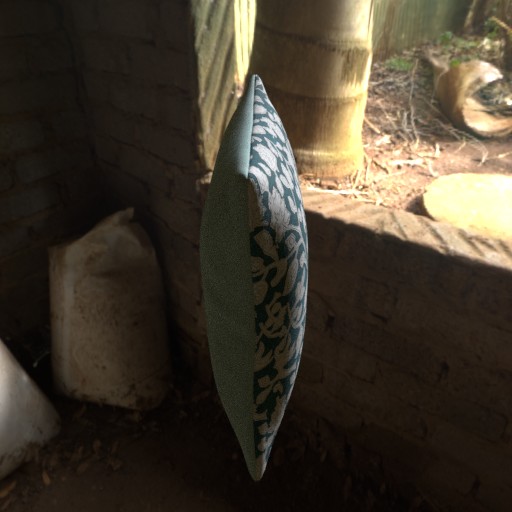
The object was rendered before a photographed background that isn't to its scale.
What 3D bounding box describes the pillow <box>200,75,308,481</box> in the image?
[{"bbox_3d":[0.000,0.000,0.778,0.166,0.508,0.525,0,32,1],"label":"pillow"}]
